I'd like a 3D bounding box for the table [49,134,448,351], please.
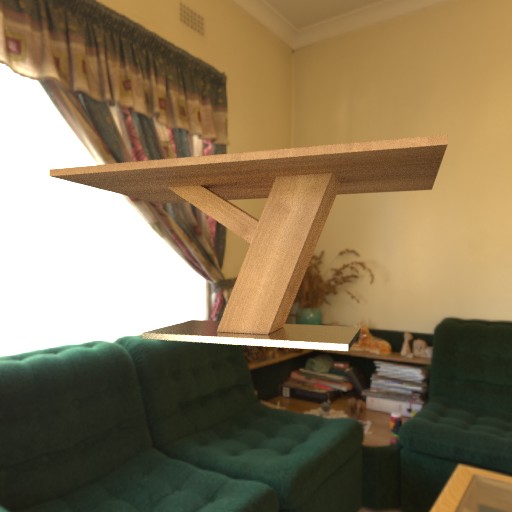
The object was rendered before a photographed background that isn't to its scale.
[{"bbox_3d":[0.000,0.000,2.095,1.600,0.750,0.900,0,-1,19],"label":"table"}]
